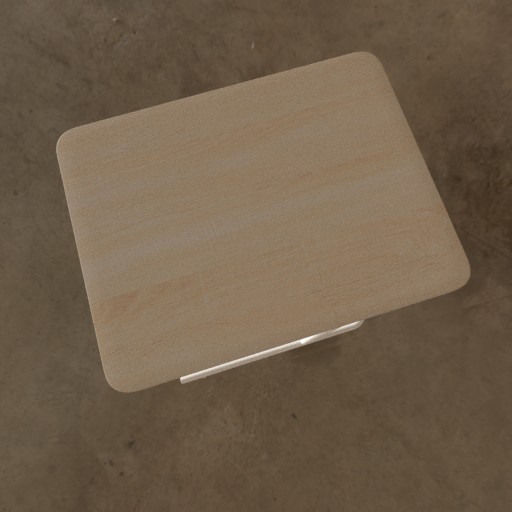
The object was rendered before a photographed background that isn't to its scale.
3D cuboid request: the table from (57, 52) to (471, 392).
[{"bbox_3d":[0.000,0.000,0.858,0.480,0.550,0.370,-17,76,-4],"label":"table"}]
